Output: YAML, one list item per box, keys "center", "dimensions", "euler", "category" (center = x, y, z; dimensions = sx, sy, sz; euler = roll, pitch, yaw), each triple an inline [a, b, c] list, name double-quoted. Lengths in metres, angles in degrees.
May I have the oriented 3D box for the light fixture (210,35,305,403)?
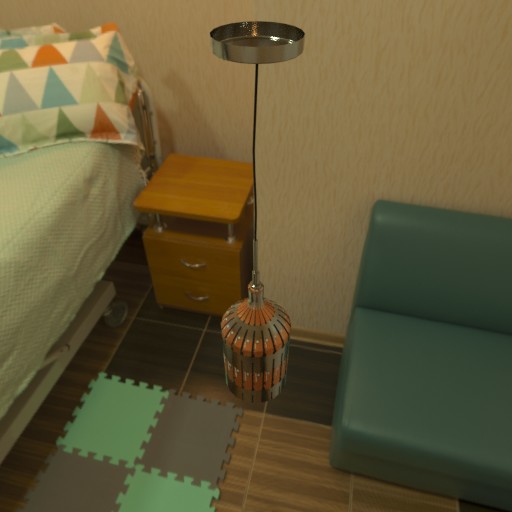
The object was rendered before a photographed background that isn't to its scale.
- center: [0.000, 0.000, 1.657]
  dimensions: [0.303, 1.535, 0.303]
  euler: [0, 41, 0]
  category: "light fixture"
